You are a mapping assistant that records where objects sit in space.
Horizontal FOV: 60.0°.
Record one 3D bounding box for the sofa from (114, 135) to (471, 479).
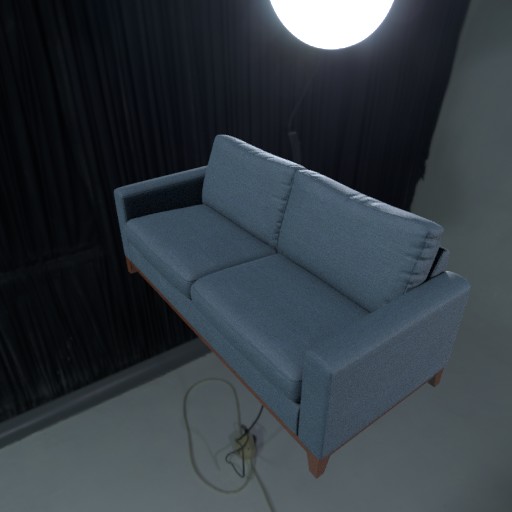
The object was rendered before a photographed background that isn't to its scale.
[{"bbox_3d":[0.000,0.000,2.385,0.877,0.865,1.900,-21,38,-31],"label":"sofa"}]
